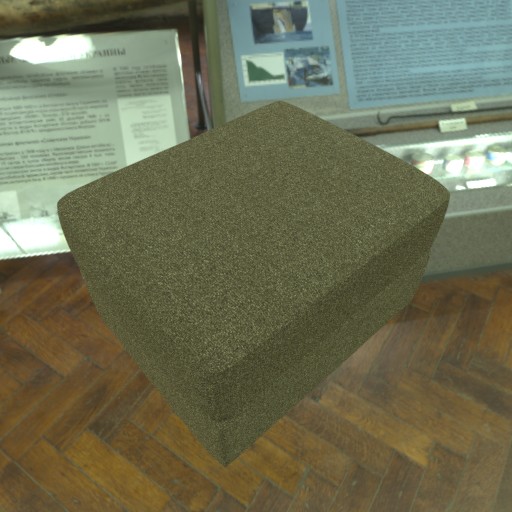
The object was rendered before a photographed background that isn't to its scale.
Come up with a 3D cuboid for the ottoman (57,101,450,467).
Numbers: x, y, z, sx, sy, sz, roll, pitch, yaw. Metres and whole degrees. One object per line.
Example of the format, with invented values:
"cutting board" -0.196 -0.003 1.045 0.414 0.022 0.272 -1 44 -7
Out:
"ottoman" 0.000 0.000 1.130 0.742 0.476 0.598 -33 54 -27
